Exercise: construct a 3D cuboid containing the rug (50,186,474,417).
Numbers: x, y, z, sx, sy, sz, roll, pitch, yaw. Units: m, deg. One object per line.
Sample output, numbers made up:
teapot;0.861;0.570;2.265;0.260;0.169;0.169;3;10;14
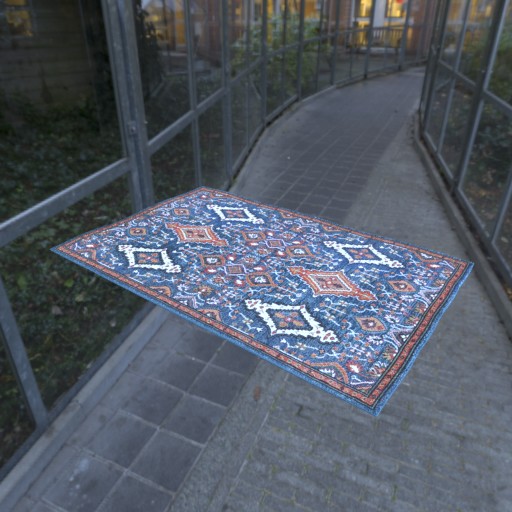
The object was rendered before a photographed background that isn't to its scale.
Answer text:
rug;0.000;0.000;2.276;1.847;0.014;1.195;20;35;31
